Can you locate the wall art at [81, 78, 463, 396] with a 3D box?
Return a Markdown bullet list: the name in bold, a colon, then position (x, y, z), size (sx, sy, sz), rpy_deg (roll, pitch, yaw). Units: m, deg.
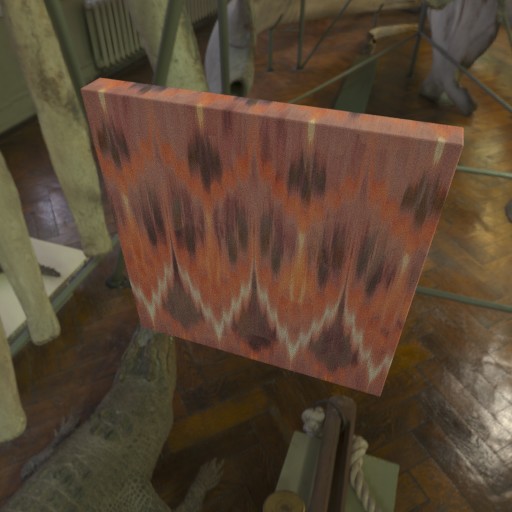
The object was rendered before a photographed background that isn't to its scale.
- **wall art**: position (0.000, 0.000, 0.588), size (0.403, 0.406, 0.038), rpy_deg (13, 42, 15)
